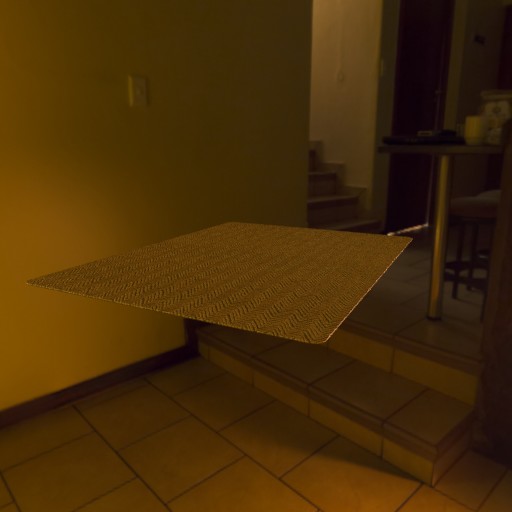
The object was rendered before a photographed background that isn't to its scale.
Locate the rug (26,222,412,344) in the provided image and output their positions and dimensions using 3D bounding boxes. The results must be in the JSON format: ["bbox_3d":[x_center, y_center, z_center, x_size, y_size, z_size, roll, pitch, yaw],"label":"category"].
[{"bbox_3d":[0.000,0.000,4.281,2.439,0.014,3.207,7,15,26],"label":"rug"}]
